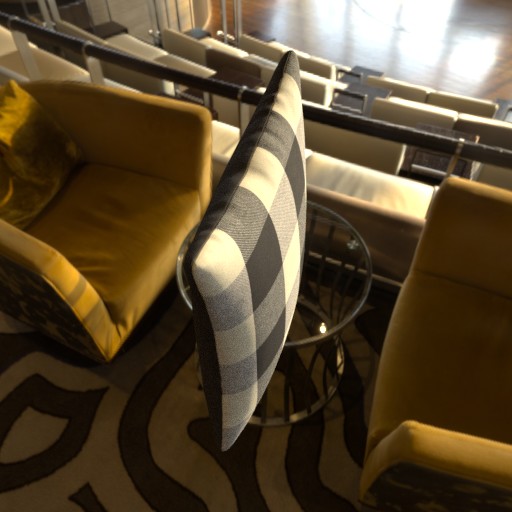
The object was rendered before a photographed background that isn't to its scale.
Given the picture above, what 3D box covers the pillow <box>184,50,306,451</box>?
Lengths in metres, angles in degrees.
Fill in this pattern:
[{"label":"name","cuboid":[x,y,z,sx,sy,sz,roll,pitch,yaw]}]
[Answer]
[{"label":"pillow","cuboid":[0.000,0.000,0.778,0.161,0.509,0.511,10,48,9]}]
